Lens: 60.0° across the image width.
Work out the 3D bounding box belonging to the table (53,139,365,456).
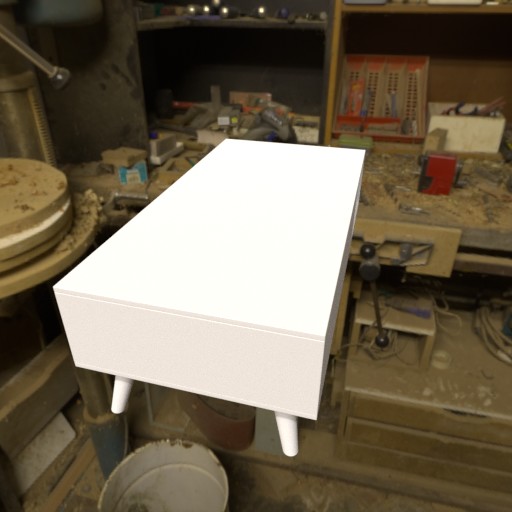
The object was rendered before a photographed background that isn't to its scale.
[{"bbox_3d":[0.000,0.000,1.523,0.609,0.432,1.194,8,32,13],"label":"table"}]
